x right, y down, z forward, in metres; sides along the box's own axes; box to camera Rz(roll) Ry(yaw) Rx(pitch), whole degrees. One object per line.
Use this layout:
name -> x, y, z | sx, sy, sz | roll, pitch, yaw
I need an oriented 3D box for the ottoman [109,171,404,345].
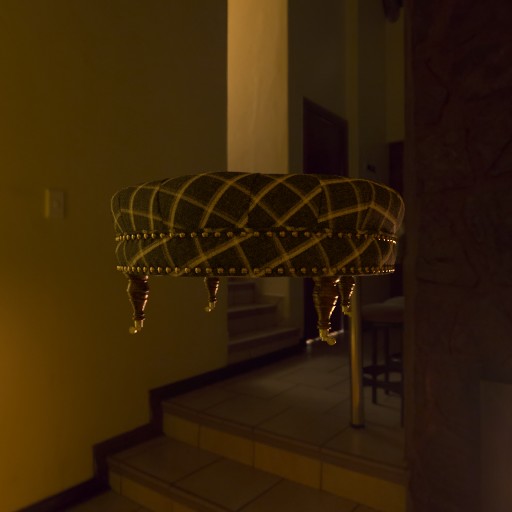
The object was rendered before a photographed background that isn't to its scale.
ottoman -> 0.000, 0.000, 1.418 | 0.901, 0.439, 0.901 | 0, 0, 0
